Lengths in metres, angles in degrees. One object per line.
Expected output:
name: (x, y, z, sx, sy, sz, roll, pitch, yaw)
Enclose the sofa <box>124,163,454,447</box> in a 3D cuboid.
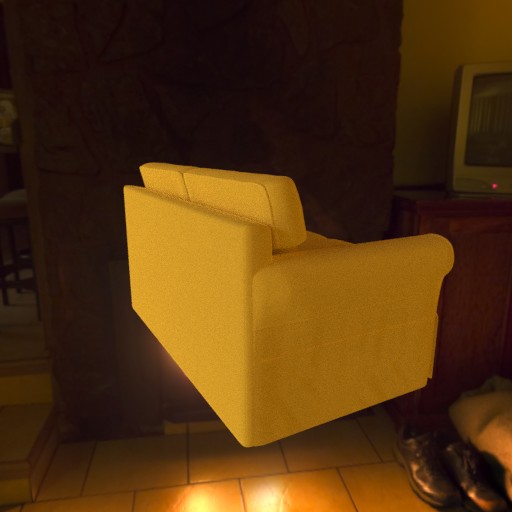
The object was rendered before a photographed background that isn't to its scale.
sofa: (0.000, 0.000, 2.358, 0.991, 0.940, 1.727, -8, 16, -28)
